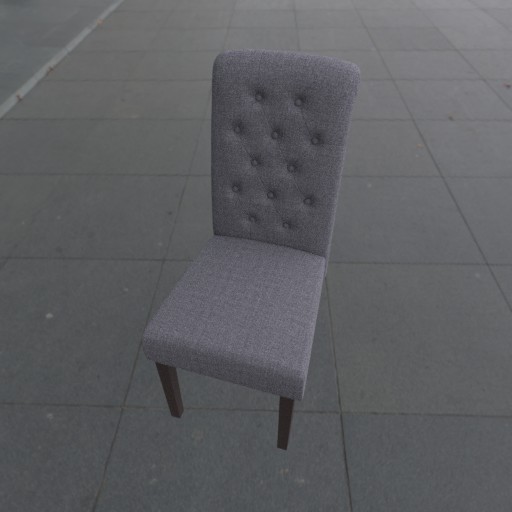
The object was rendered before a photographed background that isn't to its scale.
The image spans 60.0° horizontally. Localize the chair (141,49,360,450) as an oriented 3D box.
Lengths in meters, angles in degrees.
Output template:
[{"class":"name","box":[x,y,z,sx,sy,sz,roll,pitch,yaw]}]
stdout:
[{"class":"chair","box":[0.000,0.000,1.342,0.456,1.006,0.671,12,43,13]}]
